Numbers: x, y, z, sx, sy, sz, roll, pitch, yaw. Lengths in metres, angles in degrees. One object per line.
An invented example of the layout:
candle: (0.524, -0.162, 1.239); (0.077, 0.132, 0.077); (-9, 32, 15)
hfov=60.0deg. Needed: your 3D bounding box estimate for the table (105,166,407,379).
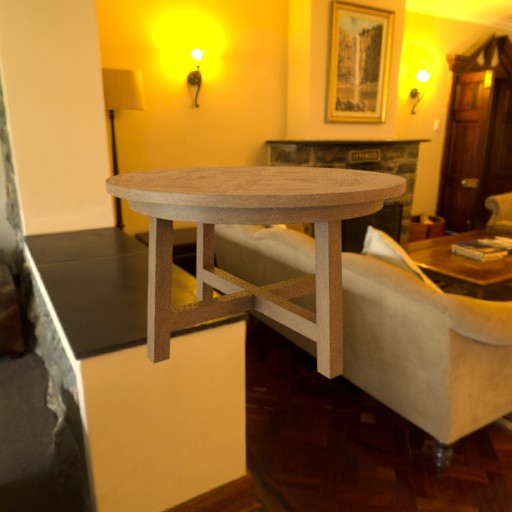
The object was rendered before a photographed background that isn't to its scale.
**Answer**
table: (0.000, 0.000, 2.142); (1.319, 0.762, 1.319); (0, 15, 0)
